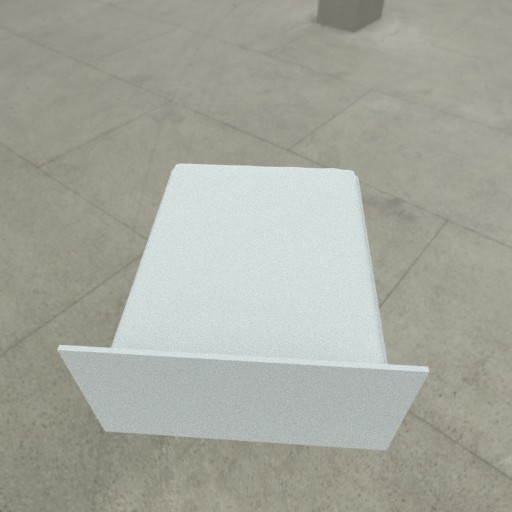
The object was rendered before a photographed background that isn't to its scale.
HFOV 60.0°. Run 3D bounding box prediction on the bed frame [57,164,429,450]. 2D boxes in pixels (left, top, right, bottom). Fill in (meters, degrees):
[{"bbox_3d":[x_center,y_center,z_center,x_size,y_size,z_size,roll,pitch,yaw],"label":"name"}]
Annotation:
[{"bbox_3d":[0.000,0.000,2.734,1.490,0.800,1.950,3,46,3],"label":"bed frame"}]
